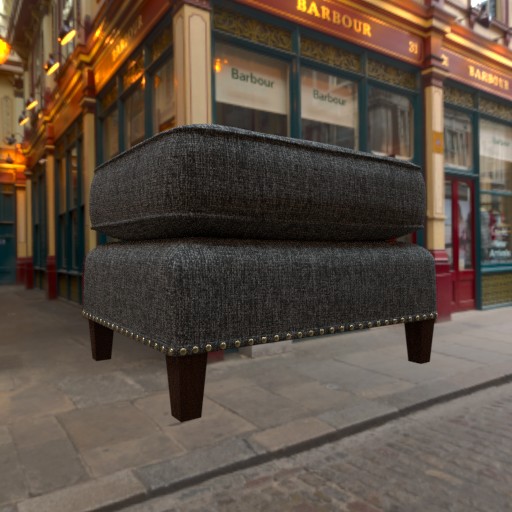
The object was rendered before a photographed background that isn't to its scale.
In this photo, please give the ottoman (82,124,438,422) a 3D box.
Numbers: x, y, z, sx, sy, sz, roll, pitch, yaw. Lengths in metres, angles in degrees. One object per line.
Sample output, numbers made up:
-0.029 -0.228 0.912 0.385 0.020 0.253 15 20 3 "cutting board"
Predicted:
0.000 0.000 1.147 0.738 0.537 0.589 0 1 -35 "ottoman"
